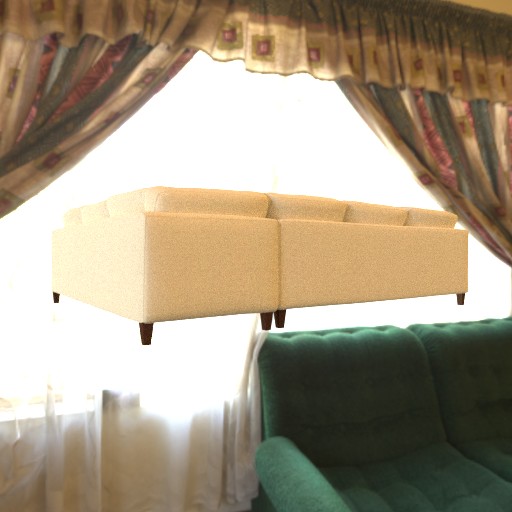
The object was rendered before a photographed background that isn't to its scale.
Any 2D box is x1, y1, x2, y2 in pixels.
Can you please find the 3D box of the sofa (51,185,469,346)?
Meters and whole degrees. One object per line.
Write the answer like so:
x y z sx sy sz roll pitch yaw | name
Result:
0.000 0.000 4.358 3.302 0.947 2.593 0 1 -35 | sofa
